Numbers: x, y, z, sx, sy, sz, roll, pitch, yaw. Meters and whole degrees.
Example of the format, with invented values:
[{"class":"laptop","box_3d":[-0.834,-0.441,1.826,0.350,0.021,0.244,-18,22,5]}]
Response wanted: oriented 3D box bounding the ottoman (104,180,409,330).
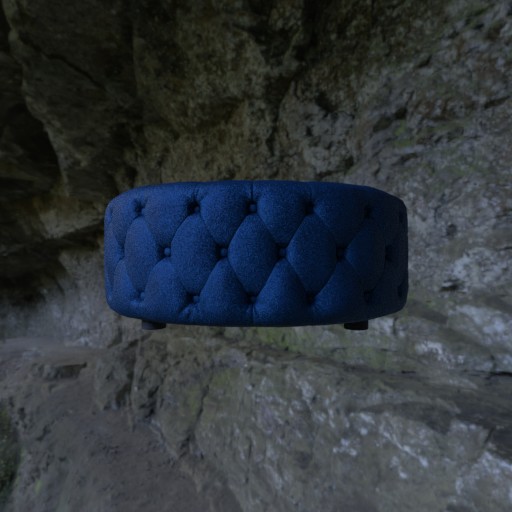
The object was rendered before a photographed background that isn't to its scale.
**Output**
[{"class":"ottoman","box_3d":[0.000,0.000,1.513,0.998,0.398,0.998,0,0,0]}]
